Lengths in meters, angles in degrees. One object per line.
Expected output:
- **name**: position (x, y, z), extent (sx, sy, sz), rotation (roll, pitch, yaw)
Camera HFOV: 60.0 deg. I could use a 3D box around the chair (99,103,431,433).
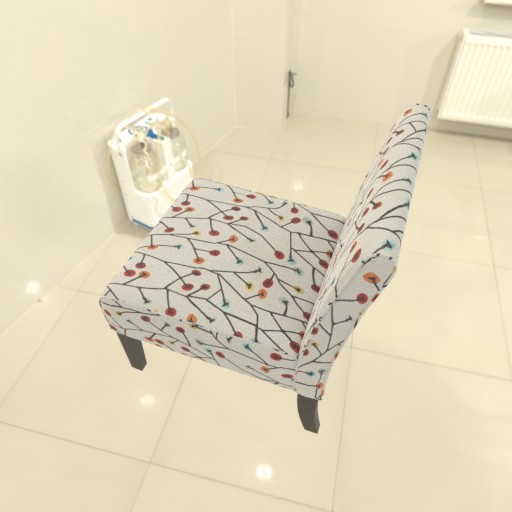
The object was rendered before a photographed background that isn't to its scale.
- **chair**: position (0.000, 0.000, 1.304), extent (0.732, 0.813, 0.597), rotation (16, 48, 14)
